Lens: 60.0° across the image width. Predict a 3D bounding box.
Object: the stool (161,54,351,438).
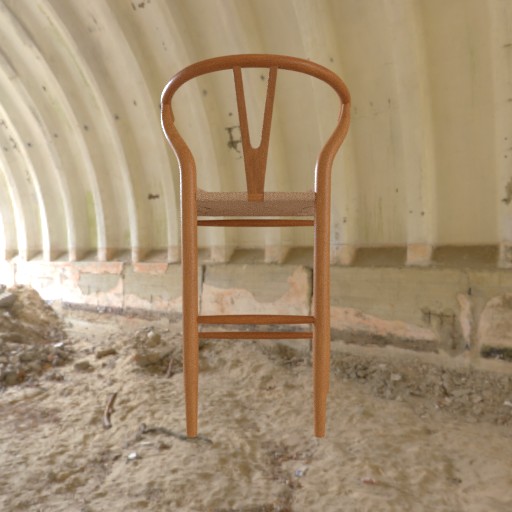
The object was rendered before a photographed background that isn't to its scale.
[{"bbox_3d":[0.000,0.000,1.342,0.569,0.970,0.579,0,-1,0],"label":"stool"}]
